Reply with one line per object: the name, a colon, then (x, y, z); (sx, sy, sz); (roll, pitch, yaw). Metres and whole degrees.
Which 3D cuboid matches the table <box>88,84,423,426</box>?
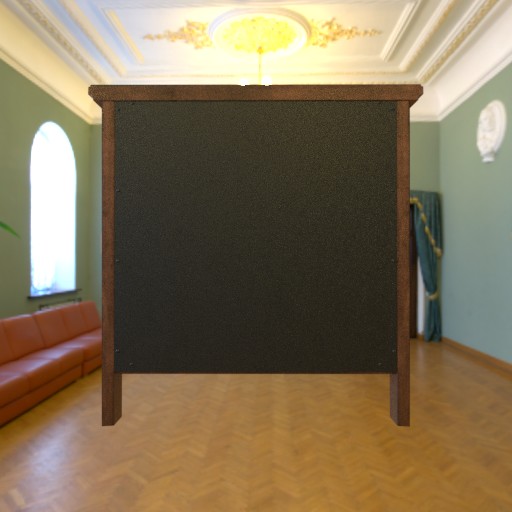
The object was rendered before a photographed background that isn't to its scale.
table: (0.000, 0.000, 1.001); (0.586, 0.597, 0.461); (0, -1, 0)
